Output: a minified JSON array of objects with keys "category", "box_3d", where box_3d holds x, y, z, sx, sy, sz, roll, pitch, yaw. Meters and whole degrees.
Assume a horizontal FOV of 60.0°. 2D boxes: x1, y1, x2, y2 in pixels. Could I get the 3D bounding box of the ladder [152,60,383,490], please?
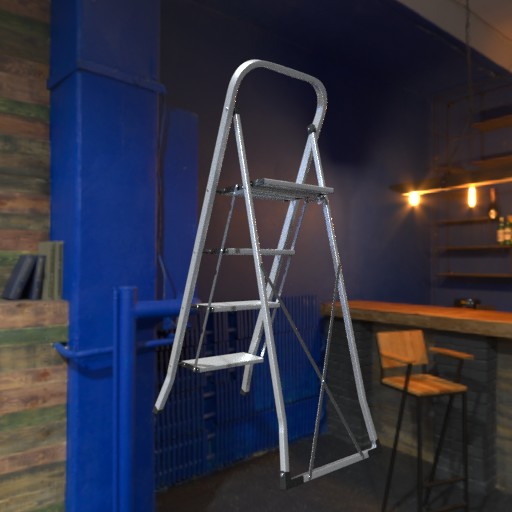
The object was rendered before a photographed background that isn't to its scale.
[{"category":"ladder","box_3d":[0.000,0.000,1.659,0.465,1.290,0.830,1,-1,-36]}]
